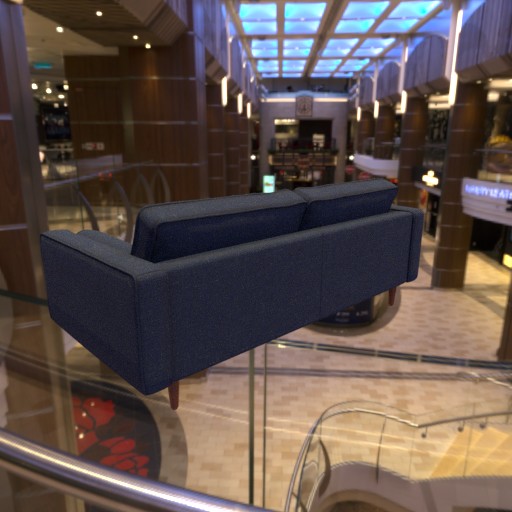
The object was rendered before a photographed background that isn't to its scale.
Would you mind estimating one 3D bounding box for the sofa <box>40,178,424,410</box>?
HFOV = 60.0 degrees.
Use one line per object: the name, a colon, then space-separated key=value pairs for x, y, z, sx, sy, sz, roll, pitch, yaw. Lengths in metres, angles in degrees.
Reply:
sofa: x=0.000 y=0.000 z=2.349 sx=1.880 sy=0.762 sz=0.914 roll=-14 pitch=21 yaw=-41
